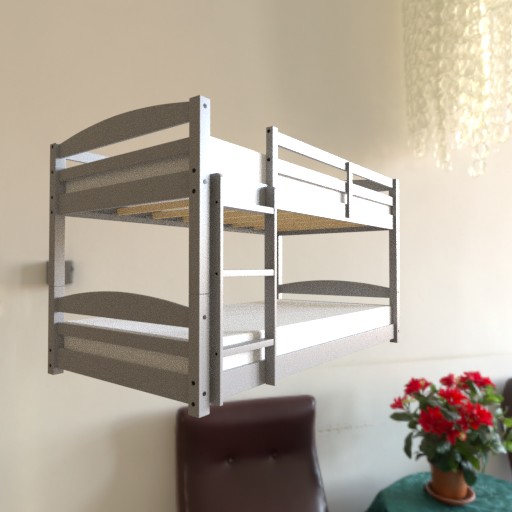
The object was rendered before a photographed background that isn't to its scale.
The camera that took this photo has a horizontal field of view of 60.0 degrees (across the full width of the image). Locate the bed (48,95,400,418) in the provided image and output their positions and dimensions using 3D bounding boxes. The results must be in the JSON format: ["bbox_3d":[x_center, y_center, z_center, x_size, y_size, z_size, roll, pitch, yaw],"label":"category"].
[{"bbox_3d":[0.000,0.000,2.705,1.105,1.206,2.013,-1,-2,38],"label":"bed"}]
